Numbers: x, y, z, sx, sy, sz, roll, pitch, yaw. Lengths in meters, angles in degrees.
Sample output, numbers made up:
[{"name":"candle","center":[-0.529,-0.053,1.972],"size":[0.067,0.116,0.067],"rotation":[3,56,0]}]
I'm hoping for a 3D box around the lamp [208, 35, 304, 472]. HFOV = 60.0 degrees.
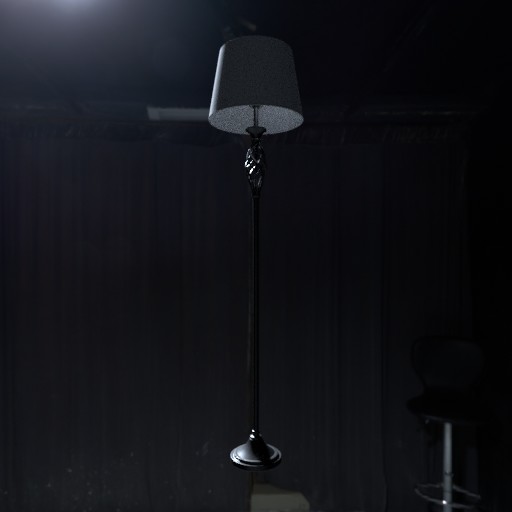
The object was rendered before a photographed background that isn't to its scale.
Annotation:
[{"name":"lamp","center":[0.000,0.000,1.771],"size":[0.379,1.623,0.379],"rotation":[0,0,0]}]
